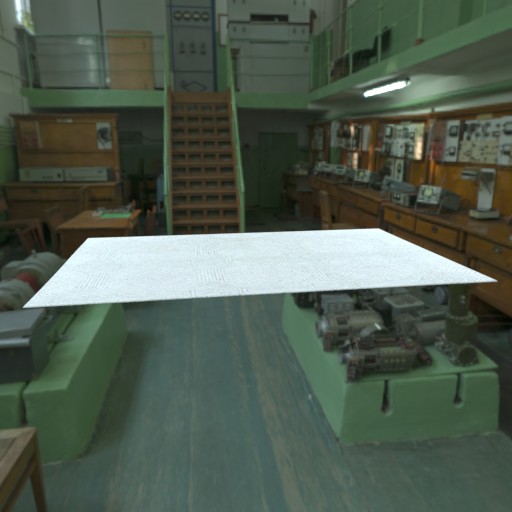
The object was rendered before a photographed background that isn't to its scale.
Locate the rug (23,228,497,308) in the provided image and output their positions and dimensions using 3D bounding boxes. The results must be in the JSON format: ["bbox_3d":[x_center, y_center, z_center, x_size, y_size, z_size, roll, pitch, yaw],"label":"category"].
[{"bbox_3d":[0.000,0.000,2.970,2.440,0.008,1.524,-2,15,-9],"label":"rug"}]
